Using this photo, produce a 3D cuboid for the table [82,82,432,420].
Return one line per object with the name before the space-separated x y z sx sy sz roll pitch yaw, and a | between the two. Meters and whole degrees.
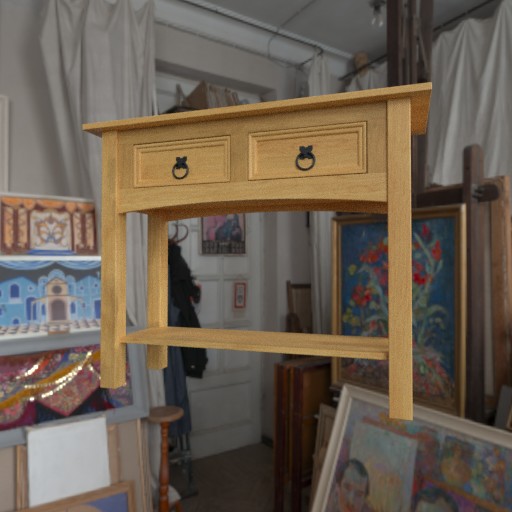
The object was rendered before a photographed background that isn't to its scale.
table | 0.000 0.000 1.235 0.900 0.728 0.340 0 -1 19
